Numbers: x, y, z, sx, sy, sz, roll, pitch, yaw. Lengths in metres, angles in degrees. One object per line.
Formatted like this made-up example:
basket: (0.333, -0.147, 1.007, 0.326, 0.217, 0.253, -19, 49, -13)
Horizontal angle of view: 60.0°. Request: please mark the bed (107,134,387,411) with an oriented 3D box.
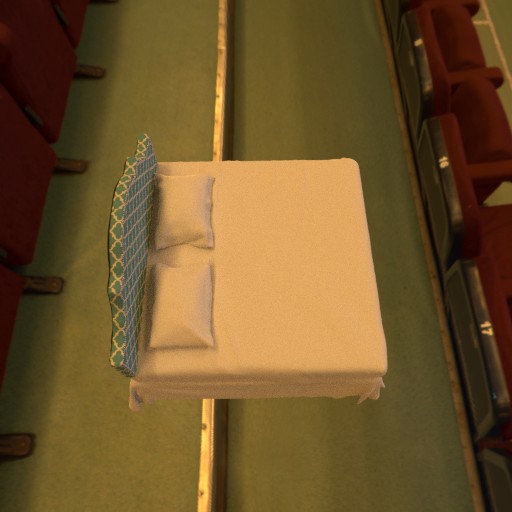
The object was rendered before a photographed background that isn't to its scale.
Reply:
bed: (0.000, 0.000, 3.741, 2.222, 1.601, 2.314, -1, 64, 0)
